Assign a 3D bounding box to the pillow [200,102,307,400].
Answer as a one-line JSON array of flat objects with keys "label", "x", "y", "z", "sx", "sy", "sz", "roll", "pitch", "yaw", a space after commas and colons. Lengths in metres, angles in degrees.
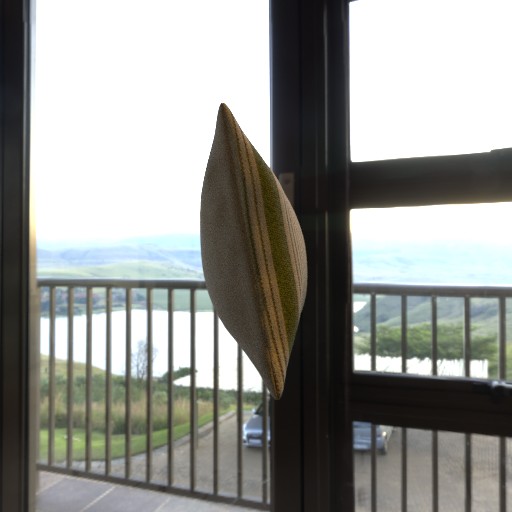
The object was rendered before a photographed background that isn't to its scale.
[{"label": "pillow", "x": 0.000, "y": 0.000, "z": 0.736, "sx": 0.156, "sy": 0.292, "sz": 0.608, "roll": 0, "pitch": -1, "yaw": 1}]
